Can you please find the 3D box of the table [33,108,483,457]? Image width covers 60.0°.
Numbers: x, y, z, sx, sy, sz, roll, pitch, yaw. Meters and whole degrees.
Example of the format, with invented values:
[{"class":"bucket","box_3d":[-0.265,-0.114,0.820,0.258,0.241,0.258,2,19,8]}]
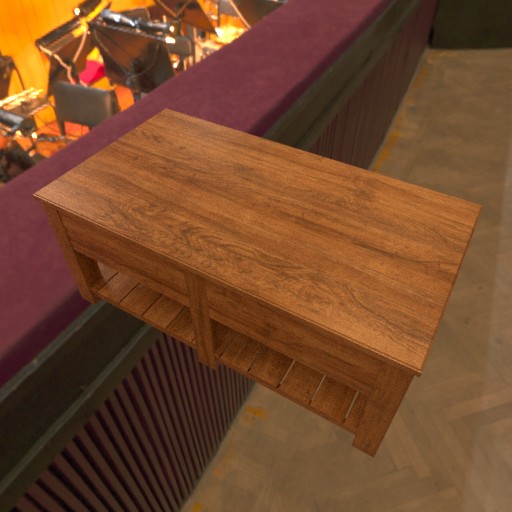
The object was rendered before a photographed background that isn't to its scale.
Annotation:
[{"class":"table","box_3d":[0.000,0.000,1.456,1.150,0.480,0.635,23,50,21]}]
